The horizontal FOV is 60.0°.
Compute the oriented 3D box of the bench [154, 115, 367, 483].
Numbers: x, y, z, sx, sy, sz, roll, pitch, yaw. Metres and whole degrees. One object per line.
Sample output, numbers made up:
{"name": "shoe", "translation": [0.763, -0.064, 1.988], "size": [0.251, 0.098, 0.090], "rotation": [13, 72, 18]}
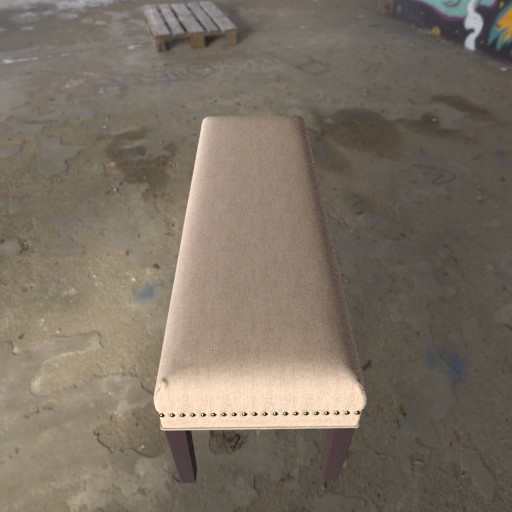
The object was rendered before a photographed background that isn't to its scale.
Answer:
{"name": "bench", "translation": [0.000, 0.000, 1.405], "size": [0.410, 0.457, 1.219], "rotation": [-1, 41, -1]}
